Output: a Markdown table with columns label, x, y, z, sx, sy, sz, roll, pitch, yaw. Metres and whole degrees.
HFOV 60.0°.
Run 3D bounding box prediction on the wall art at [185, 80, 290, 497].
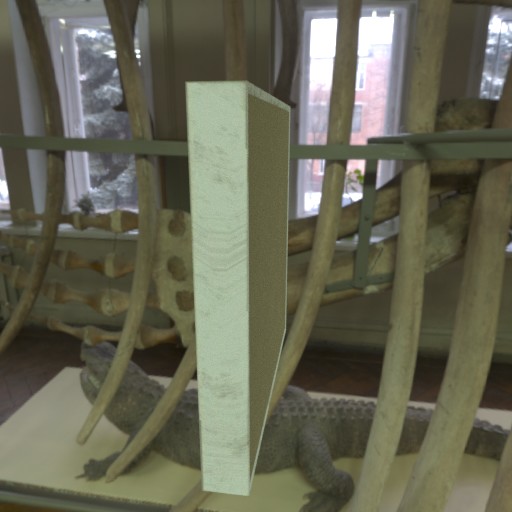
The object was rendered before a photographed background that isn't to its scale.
| label | x | y | z | sx | sy | sz | roll | pitch | yaw |
| --- | --- | --- | --- | --- | --- | --- | --- | --- | --- |
| wall art | 0.000 | 0.000 | 0.452 | 0.038 | 0.303 | 0.305 | 3 | 16 | 9 |
